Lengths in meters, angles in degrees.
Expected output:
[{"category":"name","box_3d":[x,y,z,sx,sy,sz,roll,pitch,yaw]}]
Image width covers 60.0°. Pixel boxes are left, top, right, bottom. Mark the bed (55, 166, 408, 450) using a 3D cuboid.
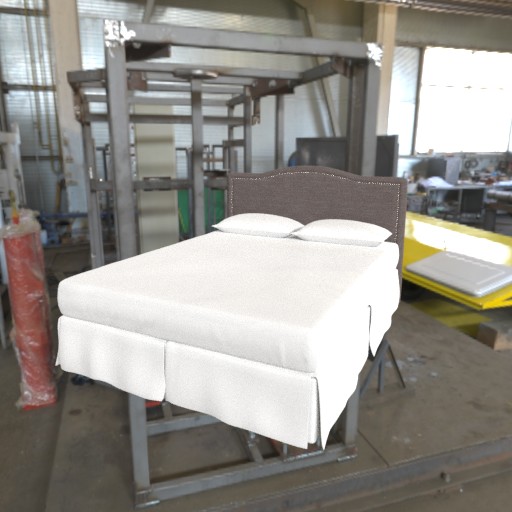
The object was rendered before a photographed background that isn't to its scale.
[{"category":"bed","box_3d":[0.000,0.000,3.886,2.161,1.457,2.689,7,16,26]}]
